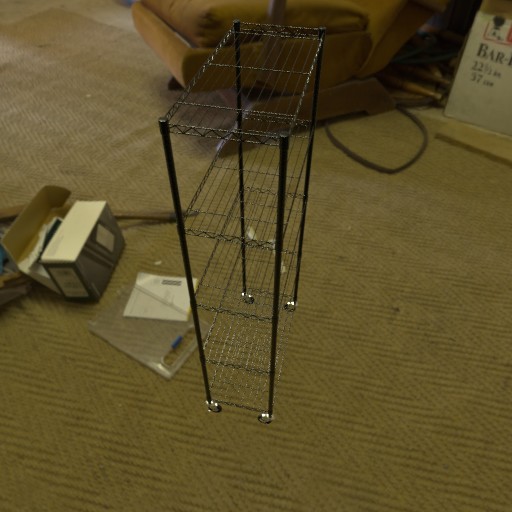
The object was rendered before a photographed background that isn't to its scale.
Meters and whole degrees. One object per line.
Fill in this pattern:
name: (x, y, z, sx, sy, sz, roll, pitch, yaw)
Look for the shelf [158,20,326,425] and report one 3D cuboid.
shelf: (0.000, 0.000, 1.924, 0.356, 1.645, 0.762, 10, 47, 9)
